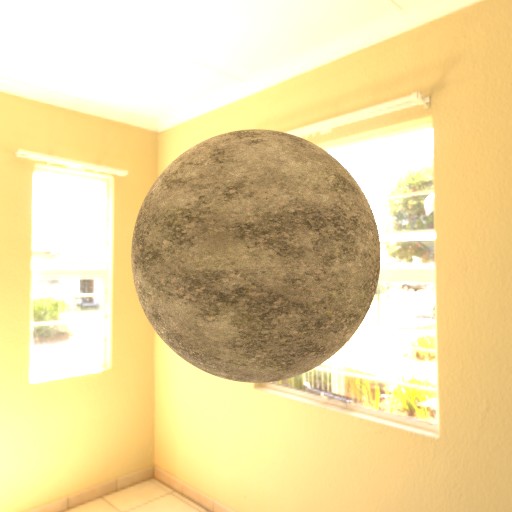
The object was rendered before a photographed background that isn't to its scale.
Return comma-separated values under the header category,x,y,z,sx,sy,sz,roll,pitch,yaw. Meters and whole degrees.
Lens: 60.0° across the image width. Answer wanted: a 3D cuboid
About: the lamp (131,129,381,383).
category,x,y,z,sx,sy,sz,roll,pitch,yaw
lamp,0.000,0.000,0.777,0.422,0.429,0.422,0,-2,0
